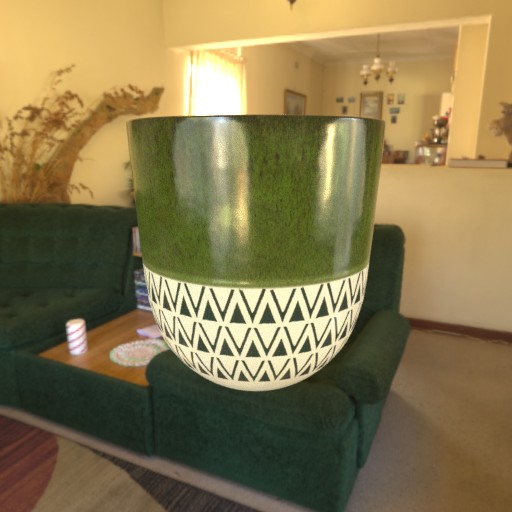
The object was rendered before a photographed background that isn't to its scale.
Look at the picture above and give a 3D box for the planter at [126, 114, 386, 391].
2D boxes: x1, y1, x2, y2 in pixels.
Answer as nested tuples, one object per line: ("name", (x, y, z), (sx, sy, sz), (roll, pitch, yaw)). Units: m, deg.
("planter", (0.000, 0.000, 0.468), (0.245, 0.270, 0.245), (0, 14, 0))
